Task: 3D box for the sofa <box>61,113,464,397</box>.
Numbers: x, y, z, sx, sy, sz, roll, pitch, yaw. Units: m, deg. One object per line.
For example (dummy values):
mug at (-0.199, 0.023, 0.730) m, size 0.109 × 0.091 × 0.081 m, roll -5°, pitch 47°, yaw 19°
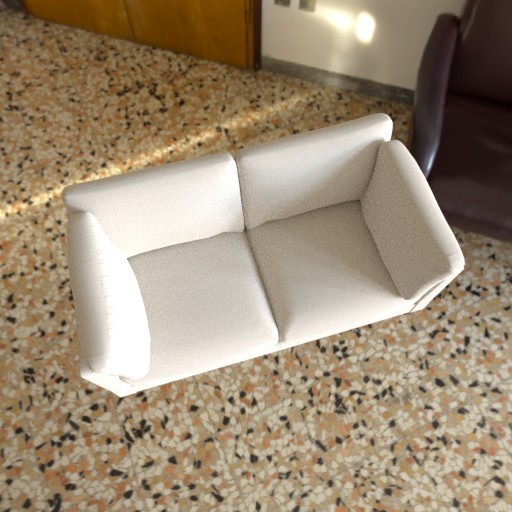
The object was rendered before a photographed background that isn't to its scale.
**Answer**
sofa at (0.000, 0.000, 2.319) m, size 1.776 × 0.836 × 0.970 m, roll -15°, pitch 63°, yaw -8°
